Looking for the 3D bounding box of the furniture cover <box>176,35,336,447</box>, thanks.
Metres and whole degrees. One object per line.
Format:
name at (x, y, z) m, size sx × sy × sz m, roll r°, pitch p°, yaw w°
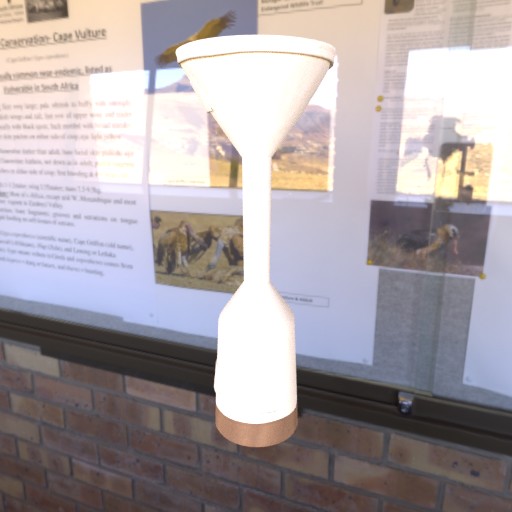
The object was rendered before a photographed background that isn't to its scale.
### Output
furniture cover at (0.000, 0.000, 2.847) m, size 0.914 × 2.413 × 0.914 m, roll -2°, pitch 14°, yaw -9°
